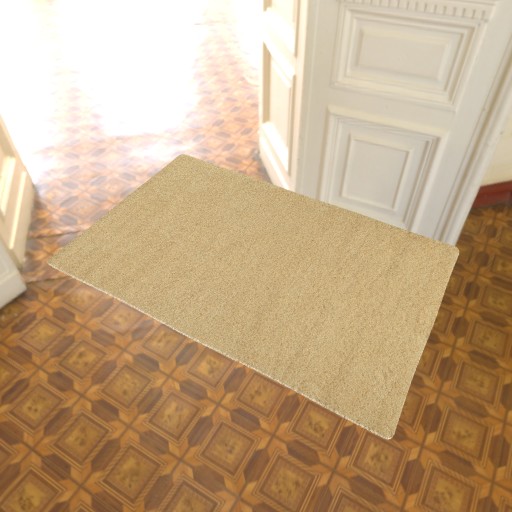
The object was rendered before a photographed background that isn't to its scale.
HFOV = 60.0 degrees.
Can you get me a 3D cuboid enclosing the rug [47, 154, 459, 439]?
[{"bbox_3d":[0.000,0.000,2.973,2.349,0.026,1.500,22,50,20],"label":"rug"}]
